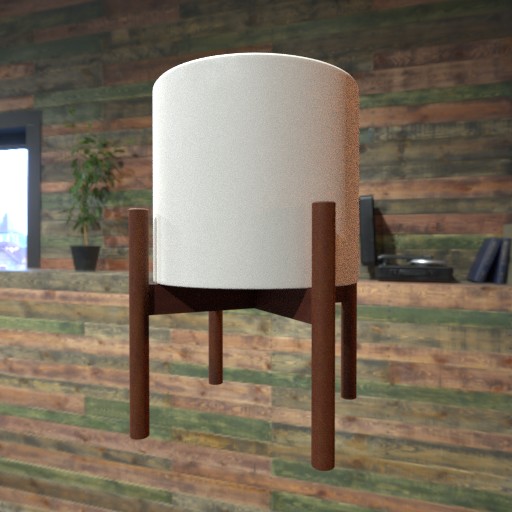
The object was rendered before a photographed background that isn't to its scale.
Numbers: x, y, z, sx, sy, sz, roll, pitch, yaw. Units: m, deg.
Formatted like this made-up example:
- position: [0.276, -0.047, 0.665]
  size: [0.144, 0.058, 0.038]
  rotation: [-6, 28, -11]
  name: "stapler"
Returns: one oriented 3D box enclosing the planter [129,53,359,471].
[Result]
- position: [0.000, 0.000, 0.496]
  size: [0.224, 0.358, 0.224]
  rotation: [0, 1, 19]
  name: "planter"
